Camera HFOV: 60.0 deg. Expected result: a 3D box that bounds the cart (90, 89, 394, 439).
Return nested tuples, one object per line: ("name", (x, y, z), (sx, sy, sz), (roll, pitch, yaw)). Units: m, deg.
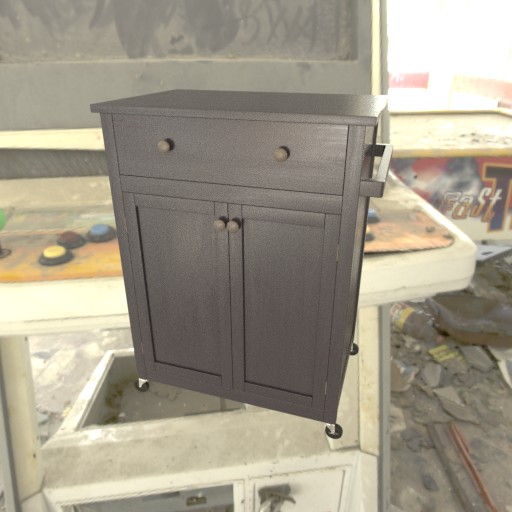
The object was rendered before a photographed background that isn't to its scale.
("cart", (0.000, 0.000, 1.316), (0.690, 0.878, 0.449), (8, 26, 16))
